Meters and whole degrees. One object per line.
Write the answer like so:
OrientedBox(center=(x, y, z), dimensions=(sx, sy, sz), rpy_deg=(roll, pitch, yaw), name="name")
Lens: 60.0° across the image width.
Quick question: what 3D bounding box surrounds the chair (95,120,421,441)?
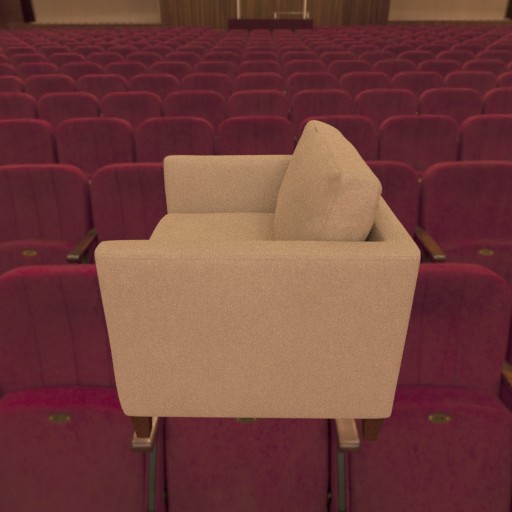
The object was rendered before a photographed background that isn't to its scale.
OrientedBox(center=(0.000, 0.000, 1.821), dimensions=(0.959, 0.961, 1.107), rpy_deg=(0, 27, 1), name="chair")
